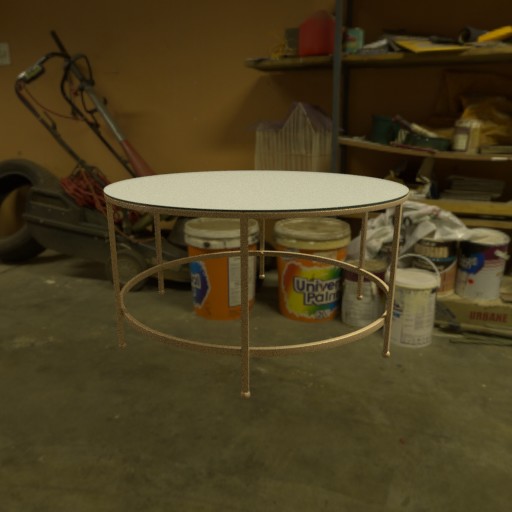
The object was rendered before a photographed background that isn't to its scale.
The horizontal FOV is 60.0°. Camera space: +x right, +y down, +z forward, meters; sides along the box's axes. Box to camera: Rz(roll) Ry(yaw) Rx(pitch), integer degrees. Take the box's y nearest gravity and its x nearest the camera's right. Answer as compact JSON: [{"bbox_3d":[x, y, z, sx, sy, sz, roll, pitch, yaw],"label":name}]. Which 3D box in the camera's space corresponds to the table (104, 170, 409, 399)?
[{"bbox_3d":[0.000,0.000,1.456,0.914,0.470,0.914,0,16,0],"label":"table"}]
